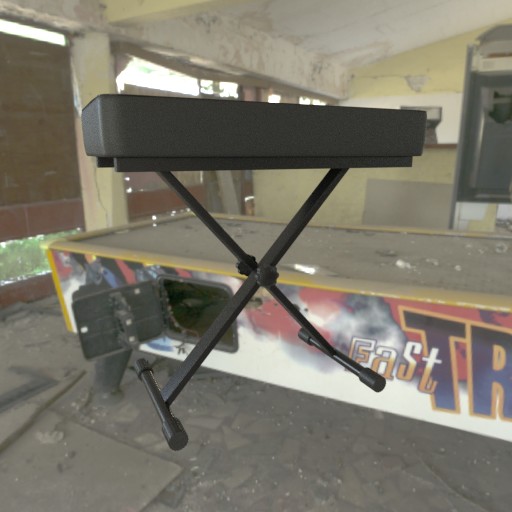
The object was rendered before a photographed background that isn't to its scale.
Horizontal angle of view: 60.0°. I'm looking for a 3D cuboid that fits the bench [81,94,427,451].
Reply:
[{"bbox_3d":[0.000,0.000,0.900,0.600,0.561,0.300,-6,14,-25],"label":"bench"}]
